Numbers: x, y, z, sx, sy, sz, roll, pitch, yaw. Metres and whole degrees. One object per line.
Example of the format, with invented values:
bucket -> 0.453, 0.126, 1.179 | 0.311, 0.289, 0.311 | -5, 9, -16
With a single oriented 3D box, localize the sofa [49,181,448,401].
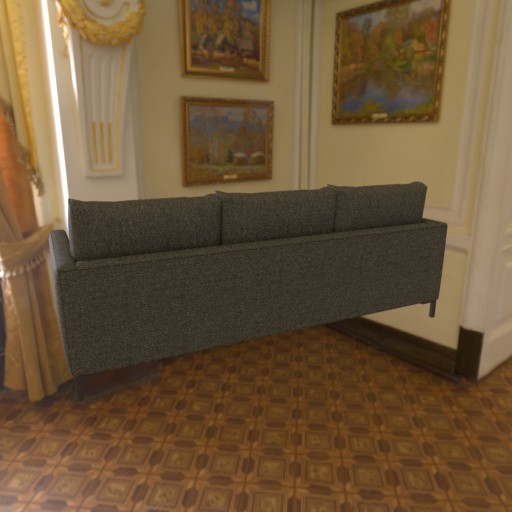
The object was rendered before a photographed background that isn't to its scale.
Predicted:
sofa -> 0.000, 0.000, 2.687 | 2.253, 0.879, 0.876 | -7, 17, -25
